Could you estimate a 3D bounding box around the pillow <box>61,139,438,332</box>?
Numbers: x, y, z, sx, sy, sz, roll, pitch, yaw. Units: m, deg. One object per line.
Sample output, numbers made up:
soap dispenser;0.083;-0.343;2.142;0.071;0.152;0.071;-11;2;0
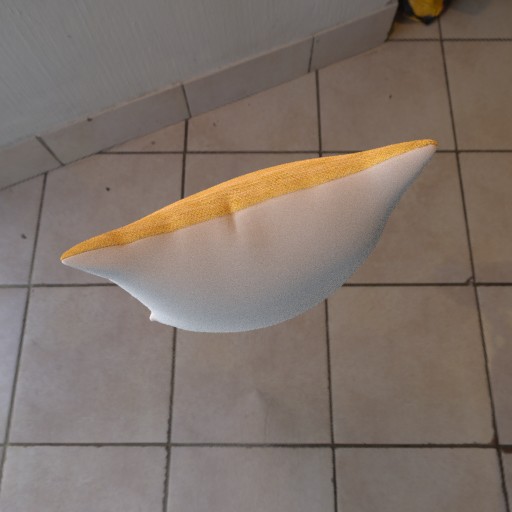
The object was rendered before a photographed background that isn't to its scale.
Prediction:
pillow;0.000;0.000;0.710;0.450;0.450;0.211;-18;74;-5
